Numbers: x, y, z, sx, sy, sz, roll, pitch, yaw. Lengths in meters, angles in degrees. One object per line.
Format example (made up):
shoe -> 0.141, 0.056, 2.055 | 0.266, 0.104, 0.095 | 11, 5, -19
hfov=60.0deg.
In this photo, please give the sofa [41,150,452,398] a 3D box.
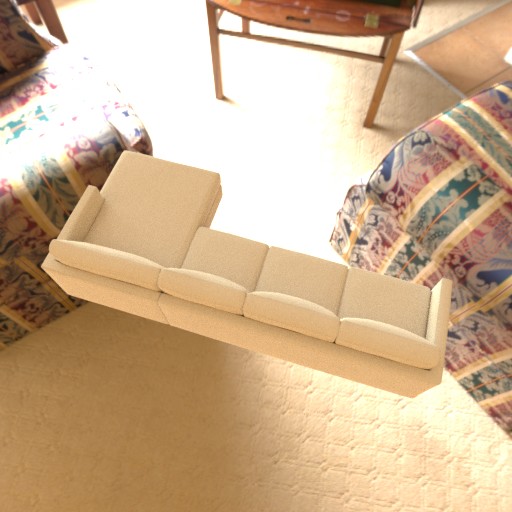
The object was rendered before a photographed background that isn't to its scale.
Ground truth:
sofa -> 0.000, 0.000, 4.199 | 3.471, 0.954, 1.599 | 15, 64, 8
